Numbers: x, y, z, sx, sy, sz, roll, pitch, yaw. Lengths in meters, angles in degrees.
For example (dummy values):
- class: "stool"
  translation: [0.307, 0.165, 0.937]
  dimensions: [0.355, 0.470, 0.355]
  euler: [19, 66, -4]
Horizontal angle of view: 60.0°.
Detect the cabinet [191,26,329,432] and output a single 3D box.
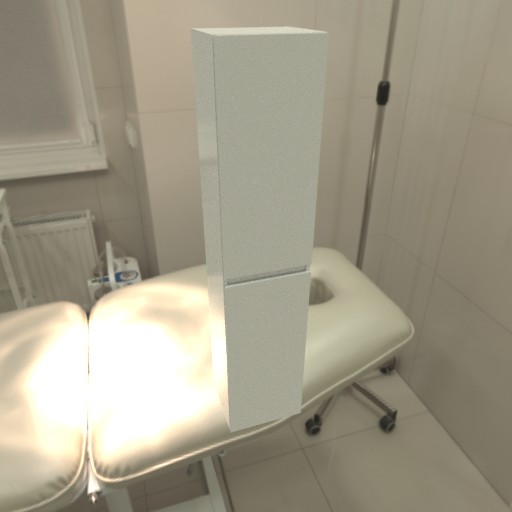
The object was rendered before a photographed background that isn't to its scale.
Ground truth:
- class: "cabinet"
  translation: [0.000, 0.000, 1.540]
  dimensions: [0.300, 1.400, 0.270]
  euler: [-10, 32, -16]
